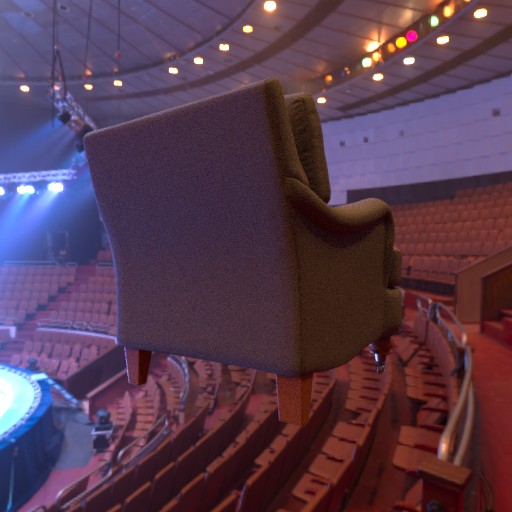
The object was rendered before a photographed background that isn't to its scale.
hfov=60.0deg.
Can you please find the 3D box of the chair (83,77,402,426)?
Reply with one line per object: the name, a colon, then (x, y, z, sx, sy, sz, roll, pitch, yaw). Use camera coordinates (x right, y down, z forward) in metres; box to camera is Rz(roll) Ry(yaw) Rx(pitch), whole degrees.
chair: (0.000, 0.000, 1.846, 0.955, 1.038, 1.070, -1, -1, 36)
